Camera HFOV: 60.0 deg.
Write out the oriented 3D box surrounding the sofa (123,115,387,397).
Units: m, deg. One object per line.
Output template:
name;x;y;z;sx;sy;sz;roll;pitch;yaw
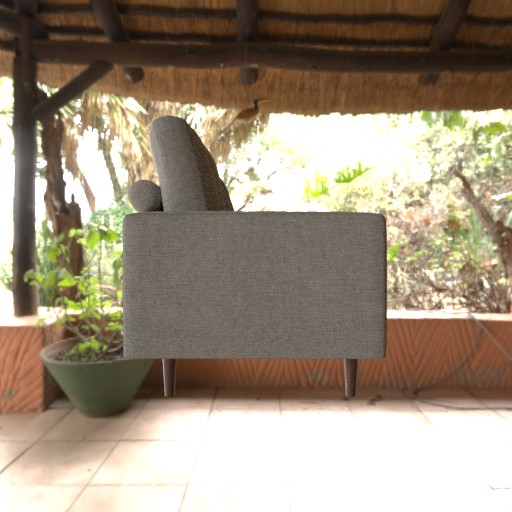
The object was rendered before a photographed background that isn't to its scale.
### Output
sofa;0.000;0.000;1.994;0.842;0.907;1.407;0;0;0
